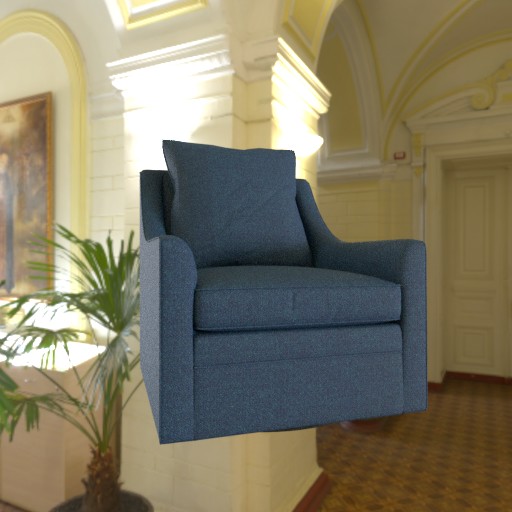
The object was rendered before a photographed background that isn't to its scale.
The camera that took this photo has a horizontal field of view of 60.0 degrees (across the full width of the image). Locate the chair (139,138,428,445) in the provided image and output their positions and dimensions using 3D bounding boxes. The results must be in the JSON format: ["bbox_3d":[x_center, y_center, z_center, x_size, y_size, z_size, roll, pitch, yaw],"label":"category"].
[{"bbox_3d":[0.000,0.000,1.554,0.750,0.939,0.870,0,0,-18],"label":"chair"}]
